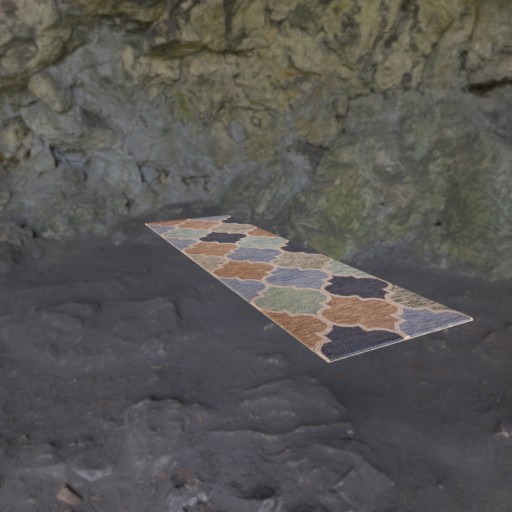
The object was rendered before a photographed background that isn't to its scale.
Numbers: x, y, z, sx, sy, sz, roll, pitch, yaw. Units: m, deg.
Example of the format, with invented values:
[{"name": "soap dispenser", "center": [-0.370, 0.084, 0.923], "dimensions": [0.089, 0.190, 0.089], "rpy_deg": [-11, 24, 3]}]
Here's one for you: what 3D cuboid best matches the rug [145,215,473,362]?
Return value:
[{"name": "rug", "center": [0.000, 0.000, 2.518], "dimensions": [0.687, 0.011, 2.287], "rpy_deg": [-8, 18, -26]}]
